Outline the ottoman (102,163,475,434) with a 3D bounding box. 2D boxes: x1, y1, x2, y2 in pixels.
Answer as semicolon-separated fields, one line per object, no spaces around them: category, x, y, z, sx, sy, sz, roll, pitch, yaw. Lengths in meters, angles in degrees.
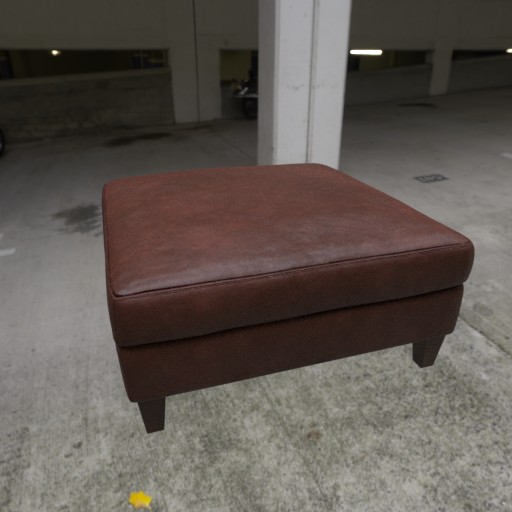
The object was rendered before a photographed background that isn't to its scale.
ottoman;0.000;0.000;1.311;0.836;0.415;0.844;-8;26;-16
